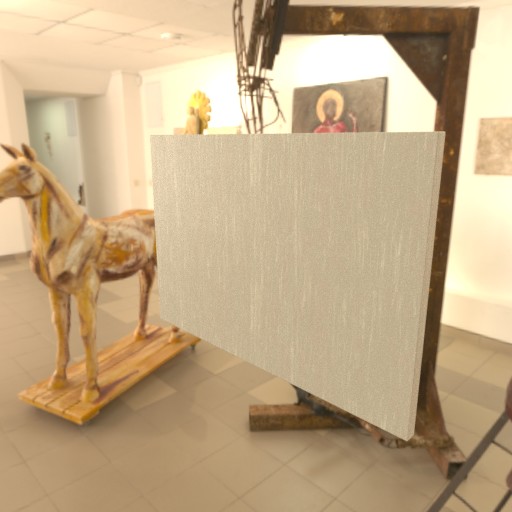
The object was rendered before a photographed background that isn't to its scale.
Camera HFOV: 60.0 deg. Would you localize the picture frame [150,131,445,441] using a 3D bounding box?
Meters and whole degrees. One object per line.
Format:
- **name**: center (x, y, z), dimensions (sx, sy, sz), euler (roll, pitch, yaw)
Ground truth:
- **picture frame**: center (0.000, 0.000, 1.205), dimensions (0.029, 0.640, 0.950), euler (-14, 20, -43)
